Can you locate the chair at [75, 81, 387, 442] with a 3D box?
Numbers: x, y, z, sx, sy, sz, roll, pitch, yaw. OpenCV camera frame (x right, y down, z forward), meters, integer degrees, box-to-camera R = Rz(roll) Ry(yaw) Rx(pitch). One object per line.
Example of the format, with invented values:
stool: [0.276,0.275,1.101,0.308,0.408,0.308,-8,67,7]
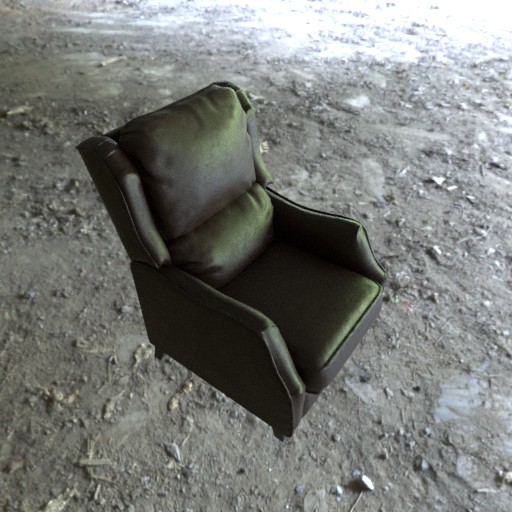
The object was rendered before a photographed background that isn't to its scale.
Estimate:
chair: [0.000,0.000,1.805,0.982,1.132,0.770,26,47,27]
